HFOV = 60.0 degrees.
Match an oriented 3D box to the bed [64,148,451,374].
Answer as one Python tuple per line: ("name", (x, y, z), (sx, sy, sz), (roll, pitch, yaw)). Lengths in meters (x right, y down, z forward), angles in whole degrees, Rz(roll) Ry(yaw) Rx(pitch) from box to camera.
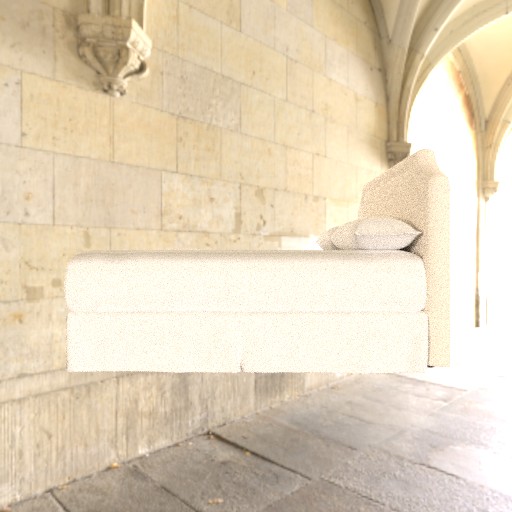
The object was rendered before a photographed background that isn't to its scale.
("bed", (0.000, 0.000, 3.887), (2.548, 1.524, 2.134), (0, 0, 0))
